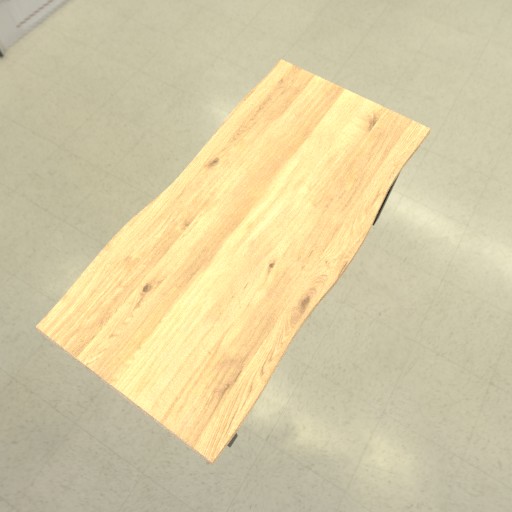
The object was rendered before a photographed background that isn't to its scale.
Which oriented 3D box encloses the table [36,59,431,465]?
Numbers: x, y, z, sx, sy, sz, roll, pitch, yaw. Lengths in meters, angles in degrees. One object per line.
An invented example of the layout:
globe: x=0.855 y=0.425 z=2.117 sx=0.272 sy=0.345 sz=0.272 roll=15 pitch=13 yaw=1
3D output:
table: x=0.000 y=0.000 z=2.289 sx=0.900 sy=0.780 sz=1.800 roll=31 pitch=68 yaw=14
